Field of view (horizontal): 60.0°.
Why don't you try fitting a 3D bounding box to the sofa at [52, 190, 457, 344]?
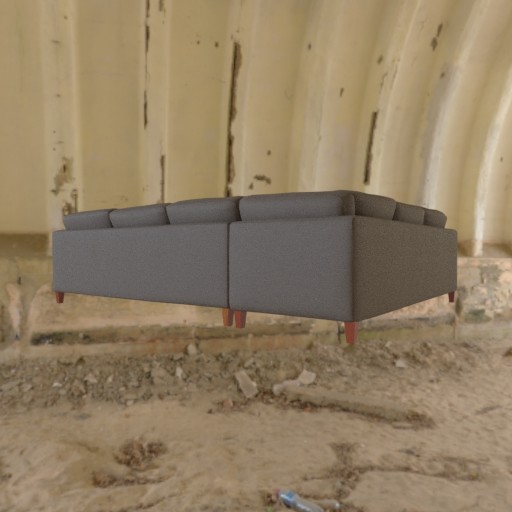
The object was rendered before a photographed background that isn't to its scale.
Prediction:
[{"bbox_3d":[0.000,0.000,4.496,3.302,0.947,2.593,1,1,37],"label":"sofa"}]
